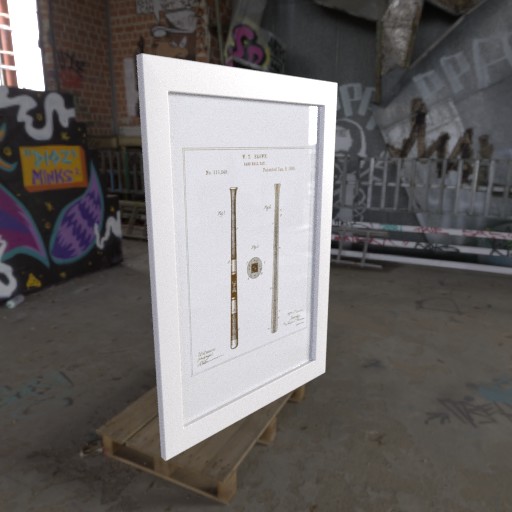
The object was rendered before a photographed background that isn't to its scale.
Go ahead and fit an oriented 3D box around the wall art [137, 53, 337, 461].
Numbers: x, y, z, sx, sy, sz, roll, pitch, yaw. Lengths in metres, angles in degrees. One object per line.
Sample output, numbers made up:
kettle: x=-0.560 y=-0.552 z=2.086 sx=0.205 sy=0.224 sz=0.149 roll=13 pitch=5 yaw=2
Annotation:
wall art: x=0.000 y=0.000 z=0.620 sx=0.329 sy=0.482 sz=0.011 roll=-13 pitch=19 yaw=-42
